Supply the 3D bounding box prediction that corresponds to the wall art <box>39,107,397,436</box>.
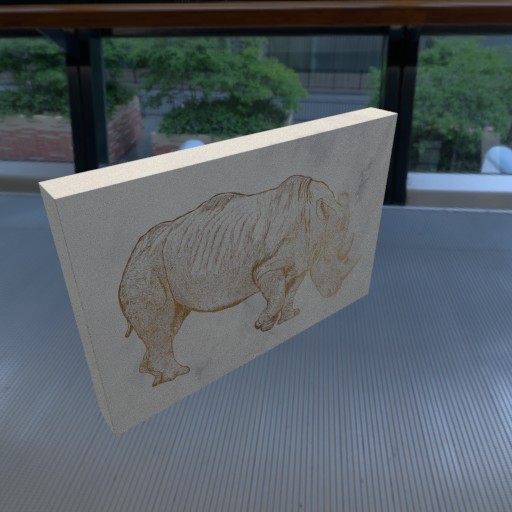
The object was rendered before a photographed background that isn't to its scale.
[{"bbox_3d":[0.000,0.000,0.482,0.381,0.254,0.038,-22,38,-32],"label":"wall art"}]
